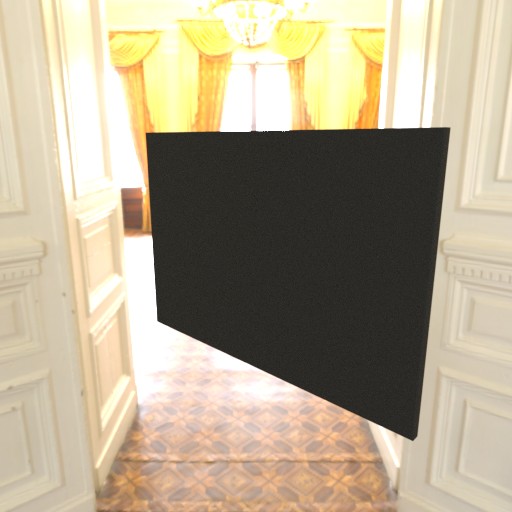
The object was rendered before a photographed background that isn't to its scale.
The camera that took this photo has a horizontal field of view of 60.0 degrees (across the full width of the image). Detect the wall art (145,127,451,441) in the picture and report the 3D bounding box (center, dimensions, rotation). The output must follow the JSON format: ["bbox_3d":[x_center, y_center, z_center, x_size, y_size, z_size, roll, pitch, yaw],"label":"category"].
[{"bbox_3d":[0.000,0.000,1.212,0.964,0.659,0.049,14,20,43],"label":"wall art"}]
